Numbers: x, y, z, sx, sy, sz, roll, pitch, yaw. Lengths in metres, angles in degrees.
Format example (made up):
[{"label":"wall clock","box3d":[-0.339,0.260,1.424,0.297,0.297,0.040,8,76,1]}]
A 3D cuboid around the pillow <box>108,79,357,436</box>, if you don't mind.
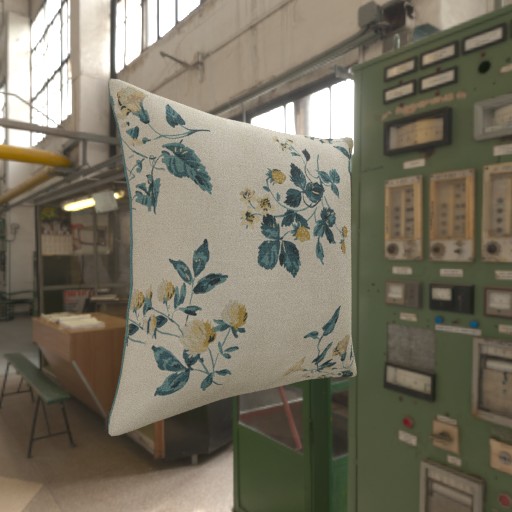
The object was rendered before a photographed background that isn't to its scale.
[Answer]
[{"label":"pillow","box3d":[0.000,0.000,0.783,0.526,0.507,0.166,0,0,-38]}]
